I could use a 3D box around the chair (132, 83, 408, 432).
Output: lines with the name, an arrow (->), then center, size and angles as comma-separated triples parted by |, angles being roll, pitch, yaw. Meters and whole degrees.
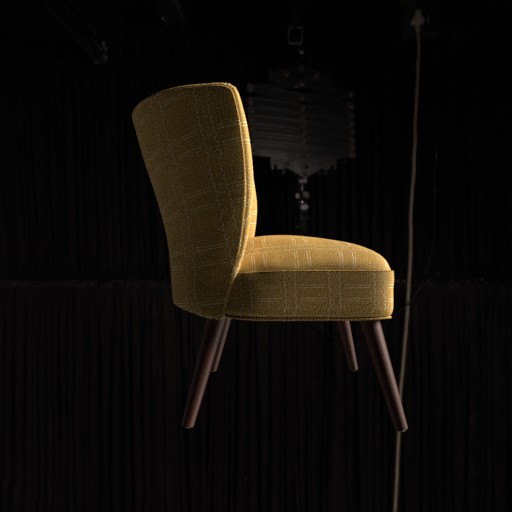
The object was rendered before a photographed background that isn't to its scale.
chair -> 0.000, 0.000, 1.397 | 0.758, 0.866, 0.706 | 0, 0, 1
